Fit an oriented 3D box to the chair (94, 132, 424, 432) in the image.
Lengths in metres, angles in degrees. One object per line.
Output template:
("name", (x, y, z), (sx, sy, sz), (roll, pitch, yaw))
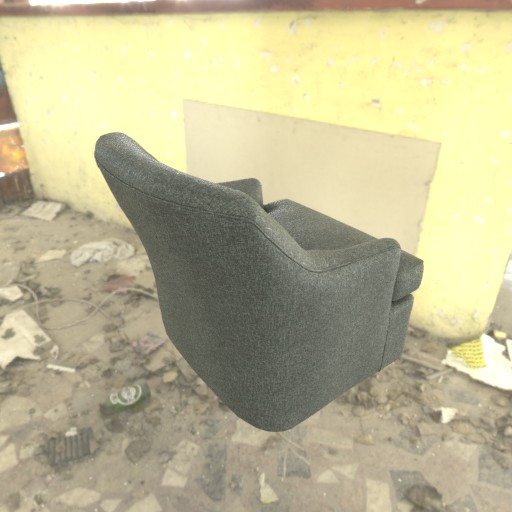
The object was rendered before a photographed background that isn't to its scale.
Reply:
("chair", (0.000, 0.000, 1.568), (0.923, 0.856, 0.864), (-18, 33, -31))
